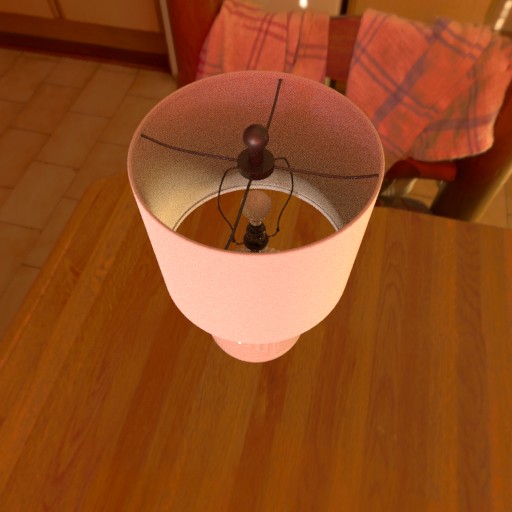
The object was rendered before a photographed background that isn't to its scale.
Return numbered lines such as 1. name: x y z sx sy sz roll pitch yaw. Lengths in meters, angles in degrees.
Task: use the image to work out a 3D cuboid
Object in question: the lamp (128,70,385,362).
1. lamp: 0.000 0.000 0.763 0.318 0.567 0.318 0 58 0
